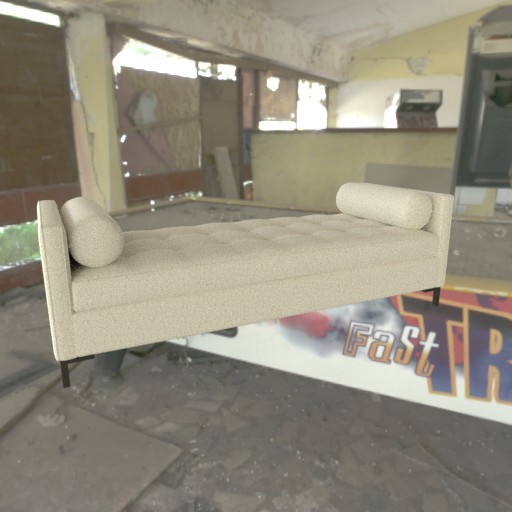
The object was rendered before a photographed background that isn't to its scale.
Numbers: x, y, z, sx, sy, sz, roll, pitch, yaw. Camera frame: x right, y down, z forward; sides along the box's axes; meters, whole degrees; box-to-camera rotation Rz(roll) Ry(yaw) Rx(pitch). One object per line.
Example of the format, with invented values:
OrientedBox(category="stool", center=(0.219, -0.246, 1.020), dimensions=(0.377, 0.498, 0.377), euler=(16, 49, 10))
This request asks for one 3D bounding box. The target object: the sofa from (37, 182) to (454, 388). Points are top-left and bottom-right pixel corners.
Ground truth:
OrientedBox(category="sofa", center=(0.000, 0.000, 2.297), dimensions=(1.985, 0.641, 0.746), euler=(-7, 17, -25))
